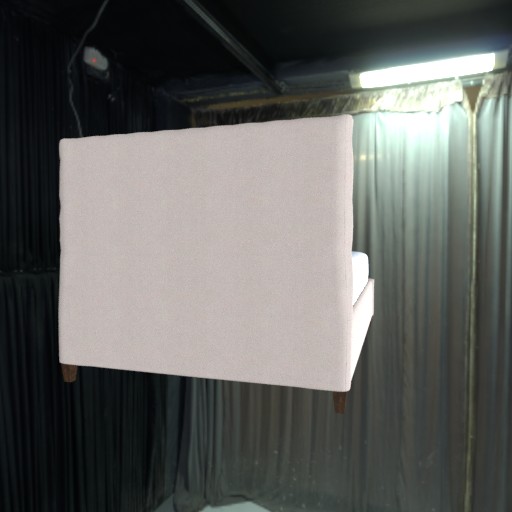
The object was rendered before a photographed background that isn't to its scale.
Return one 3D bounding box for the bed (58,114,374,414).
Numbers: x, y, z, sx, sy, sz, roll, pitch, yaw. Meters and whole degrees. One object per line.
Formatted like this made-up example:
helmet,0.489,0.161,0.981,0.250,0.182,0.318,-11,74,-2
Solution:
bed,0.000,0.000,3.453,1.698,1.427,2.387,1,2,18
